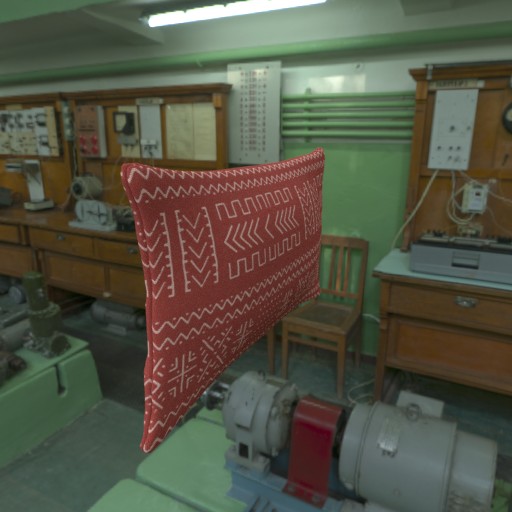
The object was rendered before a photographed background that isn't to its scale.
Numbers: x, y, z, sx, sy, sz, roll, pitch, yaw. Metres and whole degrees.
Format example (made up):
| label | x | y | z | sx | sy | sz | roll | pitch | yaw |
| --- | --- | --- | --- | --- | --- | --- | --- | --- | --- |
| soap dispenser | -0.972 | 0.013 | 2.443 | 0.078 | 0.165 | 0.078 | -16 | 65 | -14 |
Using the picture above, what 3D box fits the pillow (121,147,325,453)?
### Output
| label | x | y | z | sx | sy | sz | roll | pitch | yaw |
| --- | --- | --- | --- | --- | --- | --- | --- | --- | --- |
| pillow | 0.000 | 0.000 | 0.773 | 0.130 | 0.352 | 0.640 | 8 | 17 | 26 |
